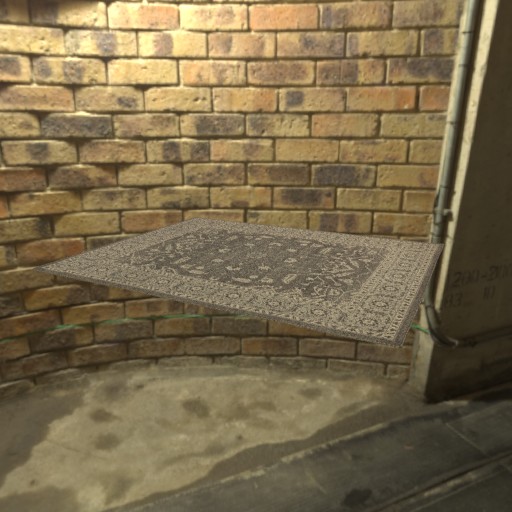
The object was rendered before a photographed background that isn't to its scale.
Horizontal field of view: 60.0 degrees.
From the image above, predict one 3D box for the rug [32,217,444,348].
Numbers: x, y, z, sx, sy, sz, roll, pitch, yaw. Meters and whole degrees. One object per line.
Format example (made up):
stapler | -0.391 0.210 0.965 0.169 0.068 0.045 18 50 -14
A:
rug | 0.000 0.000 4.153 3.069 0.026 2.451 8 19 26
